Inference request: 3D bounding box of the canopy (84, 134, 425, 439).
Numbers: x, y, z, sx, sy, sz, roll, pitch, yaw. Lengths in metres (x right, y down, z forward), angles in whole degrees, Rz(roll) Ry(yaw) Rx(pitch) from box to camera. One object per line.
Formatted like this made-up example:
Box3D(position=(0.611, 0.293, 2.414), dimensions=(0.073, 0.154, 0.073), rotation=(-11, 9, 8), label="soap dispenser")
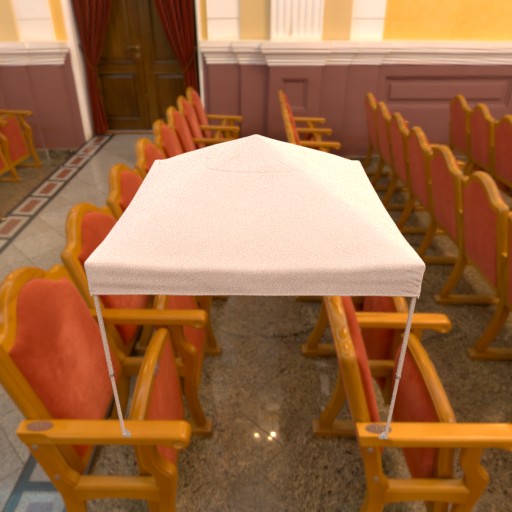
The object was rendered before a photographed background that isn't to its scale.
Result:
Box3D(position=(0.000, 0.000, 5.502), dimensions=(2.996, 2.997, 2.998), rotation=(0, 29, 1), label="canopy")
